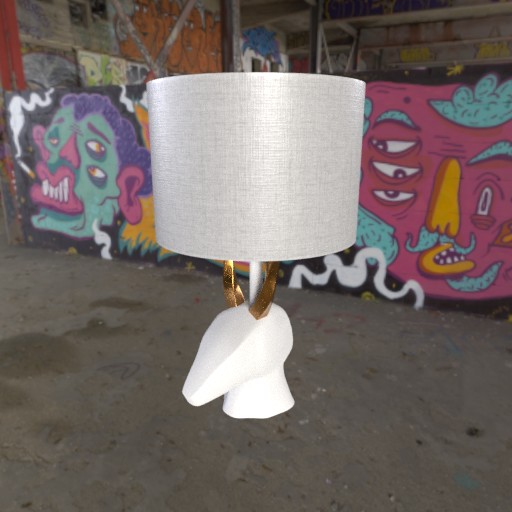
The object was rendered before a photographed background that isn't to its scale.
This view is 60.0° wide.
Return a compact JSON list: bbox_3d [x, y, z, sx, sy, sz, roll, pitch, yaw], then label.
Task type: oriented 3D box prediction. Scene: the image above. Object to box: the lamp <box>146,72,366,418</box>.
[{"bbox_3d":[0.000,0.000,0.685,0.298,0.503,0.298,-15,21,-42],"label":"lamp"}]
